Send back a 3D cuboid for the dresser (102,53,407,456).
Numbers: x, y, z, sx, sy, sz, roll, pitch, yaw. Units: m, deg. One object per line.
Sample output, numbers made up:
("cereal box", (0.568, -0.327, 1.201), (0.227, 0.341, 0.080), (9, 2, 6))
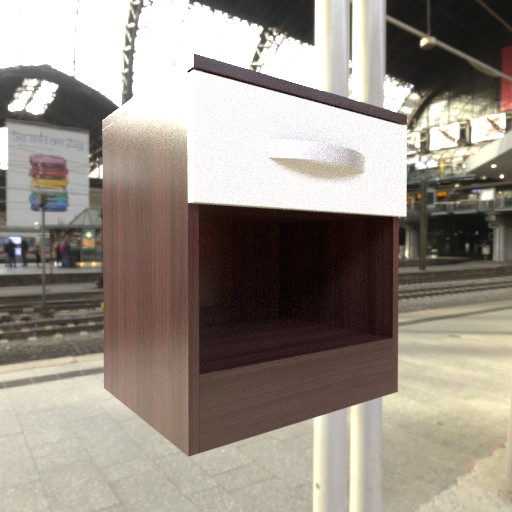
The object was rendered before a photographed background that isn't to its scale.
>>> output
("dresser", (0.000, 0.000, 0.749), (0.400, 0.470, 0.360), (-1, 1, -36))
